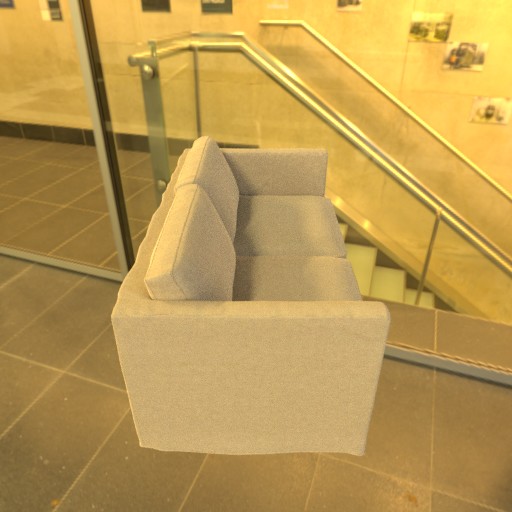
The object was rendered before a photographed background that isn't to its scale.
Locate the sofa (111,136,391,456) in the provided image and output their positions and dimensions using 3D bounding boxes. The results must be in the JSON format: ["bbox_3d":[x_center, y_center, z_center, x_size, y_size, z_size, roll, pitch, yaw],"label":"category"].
[{"bbox_3d":[0.000,0.000,2.301,0.962,0.835,1.719,0,32,0],"label":"sofa"}]
